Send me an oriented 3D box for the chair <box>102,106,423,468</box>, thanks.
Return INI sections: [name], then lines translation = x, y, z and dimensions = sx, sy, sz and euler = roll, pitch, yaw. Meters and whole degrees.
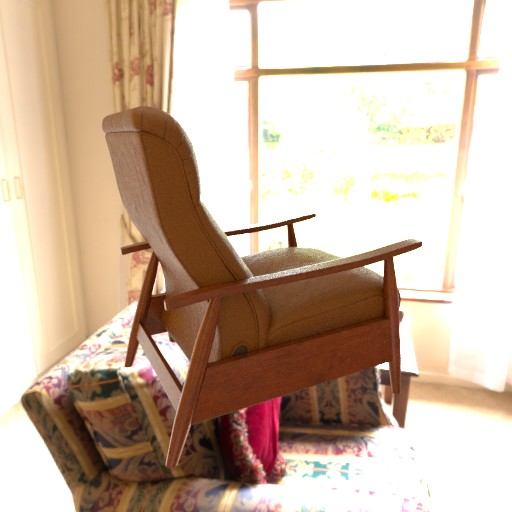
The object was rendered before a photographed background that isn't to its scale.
[chair]
translation = 0.000, 0.000, 1.766
dimensions = 1.014, 1.082, 0.762
euler = -7, 17, -25
